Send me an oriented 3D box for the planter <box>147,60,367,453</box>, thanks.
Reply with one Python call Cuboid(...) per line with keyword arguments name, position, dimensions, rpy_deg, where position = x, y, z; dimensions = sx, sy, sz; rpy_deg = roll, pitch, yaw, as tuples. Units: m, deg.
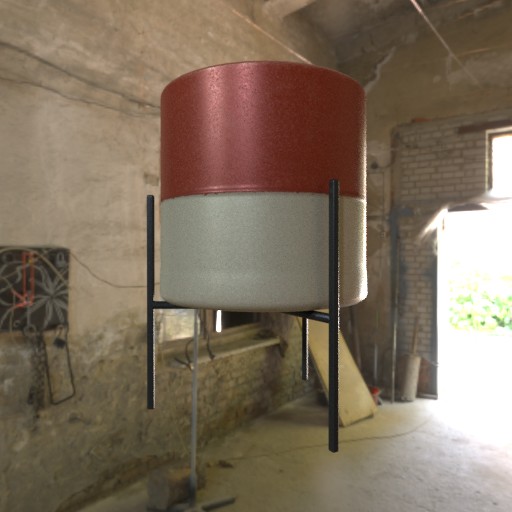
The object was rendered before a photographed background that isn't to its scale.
Cuboid(name="planter", position=(0.000, 0.000, 0.514), dimensions=(0.251, 0.354, 0.235), rpy_deg=(0, 0, -1))
